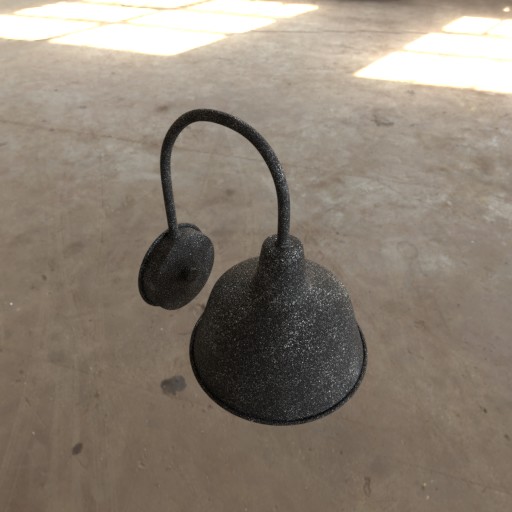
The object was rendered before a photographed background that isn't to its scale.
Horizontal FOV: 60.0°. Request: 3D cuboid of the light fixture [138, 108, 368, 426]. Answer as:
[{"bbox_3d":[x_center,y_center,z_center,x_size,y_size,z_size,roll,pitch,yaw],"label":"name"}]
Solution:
[{"bbox_3d":[0.000,0.000,0.479,0.283,0.300,0.216,26,47,28],"label":"light fixture"}]
